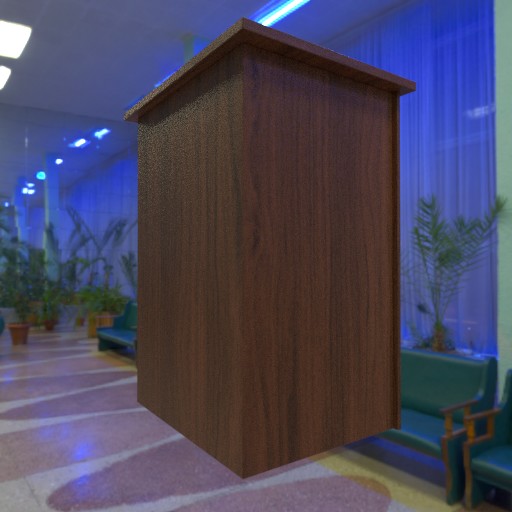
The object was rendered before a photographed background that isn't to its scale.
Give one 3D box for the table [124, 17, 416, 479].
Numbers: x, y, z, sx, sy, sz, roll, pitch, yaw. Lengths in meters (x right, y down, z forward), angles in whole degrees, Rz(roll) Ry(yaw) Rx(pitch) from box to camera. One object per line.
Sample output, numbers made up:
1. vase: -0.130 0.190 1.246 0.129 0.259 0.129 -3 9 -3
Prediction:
1. table: 0.000 0.000 0.896 0.381 0.636 0.480 0 -1 -35
